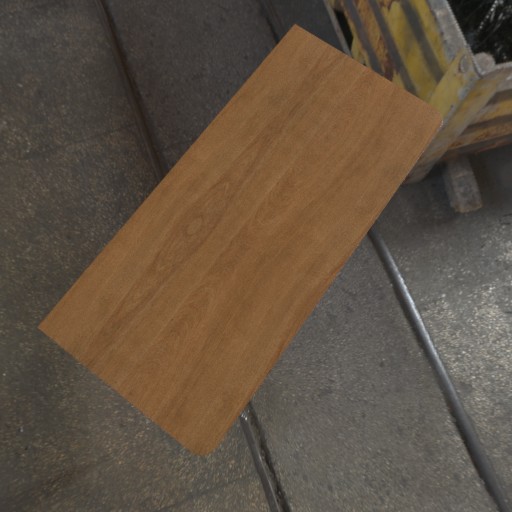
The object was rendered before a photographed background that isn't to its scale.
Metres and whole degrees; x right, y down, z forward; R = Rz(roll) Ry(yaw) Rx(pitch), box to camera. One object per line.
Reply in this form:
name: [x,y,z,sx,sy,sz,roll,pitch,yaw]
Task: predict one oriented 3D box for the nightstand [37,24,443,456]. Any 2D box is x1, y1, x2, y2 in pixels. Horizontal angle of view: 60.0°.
nightstand: [0.000,0.000,1.299,0.432,0.700,0.914,35,78,9]
